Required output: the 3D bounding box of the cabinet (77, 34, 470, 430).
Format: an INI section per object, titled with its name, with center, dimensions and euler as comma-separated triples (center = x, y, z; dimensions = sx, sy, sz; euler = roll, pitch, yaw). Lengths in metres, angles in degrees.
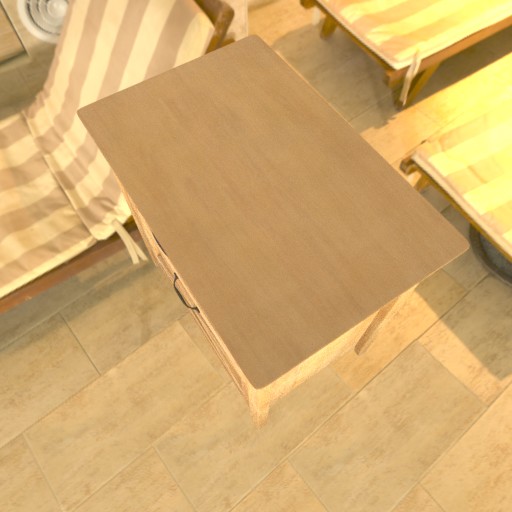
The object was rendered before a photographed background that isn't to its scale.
[cabinet]
center = 0.000, 0.000, 1.277
dimensions = 0.503, 0.762, 0.763
euler = -30, 66, -15
